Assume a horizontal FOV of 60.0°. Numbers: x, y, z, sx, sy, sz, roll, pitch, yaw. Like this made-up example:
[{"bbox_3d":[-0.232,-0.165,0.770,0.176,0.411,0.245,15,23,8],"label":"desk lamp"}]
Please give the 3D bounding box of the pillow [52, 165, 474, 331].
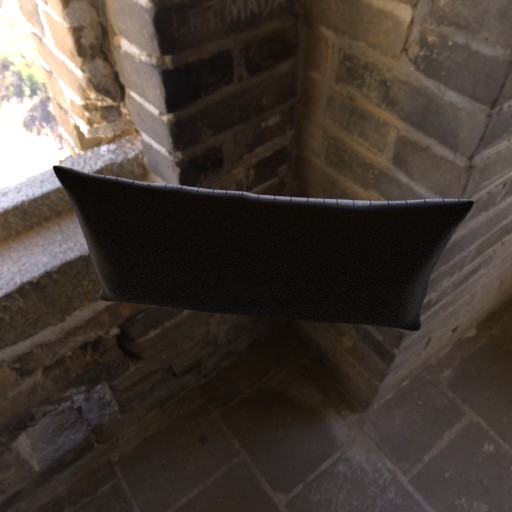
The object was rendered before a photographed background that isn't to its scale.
[{"bbox_3d":[0.000,0.000,0.736,0.609,0.305,0.151,5,45,5],"label":"pillow"}]
